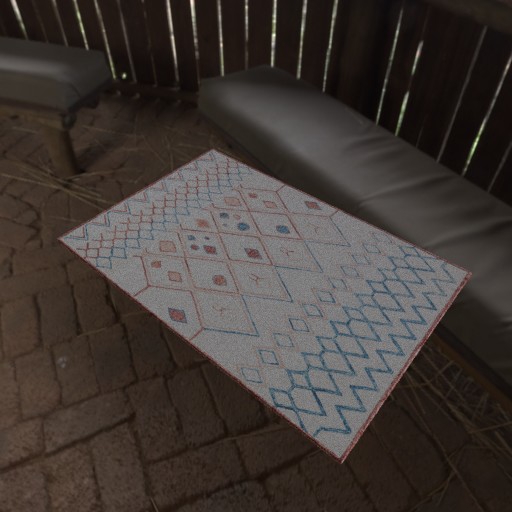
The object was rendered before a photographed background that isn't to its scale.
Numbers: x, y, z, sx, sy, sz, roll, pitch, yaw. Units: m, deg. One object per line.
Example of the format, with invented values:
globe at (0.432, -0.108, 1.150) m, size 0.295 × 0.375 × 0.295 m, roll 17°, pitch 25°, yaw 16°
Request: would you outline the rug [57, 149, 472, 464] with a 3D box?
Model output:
rug at (0.000, 0.000, 2.330) m, size 1.829 × 0.016 × 1.219 m, roll 31°, pitch 52°, yaw 27°
